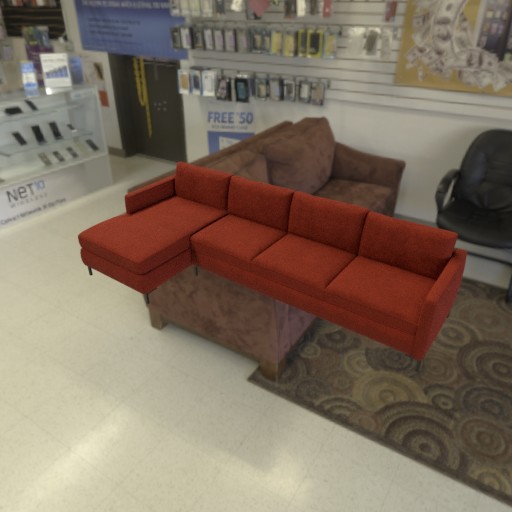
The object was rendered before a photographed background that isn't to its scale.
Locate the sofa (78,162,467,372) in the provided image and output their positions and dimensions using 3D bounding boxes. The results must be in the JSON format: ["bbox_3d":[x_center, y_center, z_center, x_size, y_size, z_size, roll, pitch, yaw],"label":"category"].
[{"bbox_3d":[0.000,0.000,3.035,2.467,0.663,1.136,20,36,30],"label":"sofa"}]
